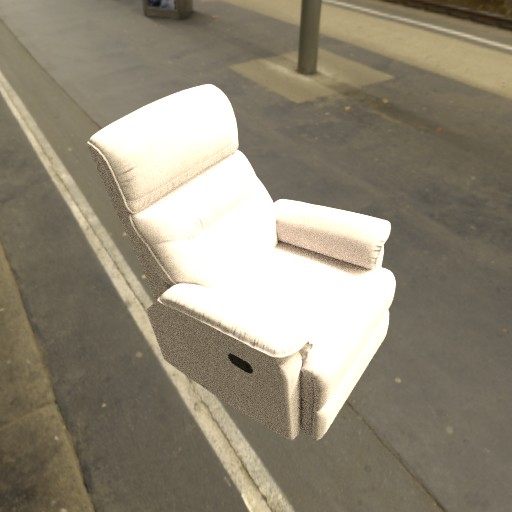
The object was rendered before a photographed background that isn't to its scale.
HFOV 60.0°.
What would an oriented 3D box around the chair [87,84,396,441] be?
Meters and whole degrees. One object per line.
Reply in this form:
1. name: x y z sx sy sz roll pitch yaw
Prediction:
1. chair: 0.000 0.000 1.727 1.001 1.039 0.820 25 46 26
